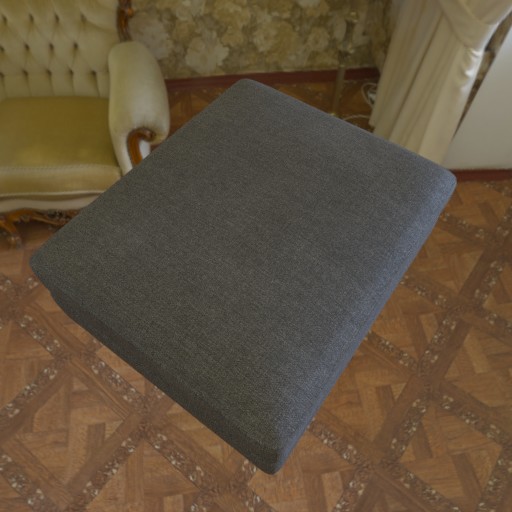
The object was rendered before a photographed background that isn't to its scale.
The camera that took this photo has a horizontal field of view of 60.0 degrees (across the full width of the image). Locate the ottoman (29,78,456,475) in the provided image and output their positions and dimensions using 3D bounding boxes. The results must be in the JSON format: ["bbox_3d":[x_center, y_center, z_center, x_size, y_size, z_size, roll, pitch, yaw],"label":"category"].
[{"bbox_3d":[0.000,0.000,1.190,0.693,0.474,0.821,31,63,19],"label":"ottoman"}]
